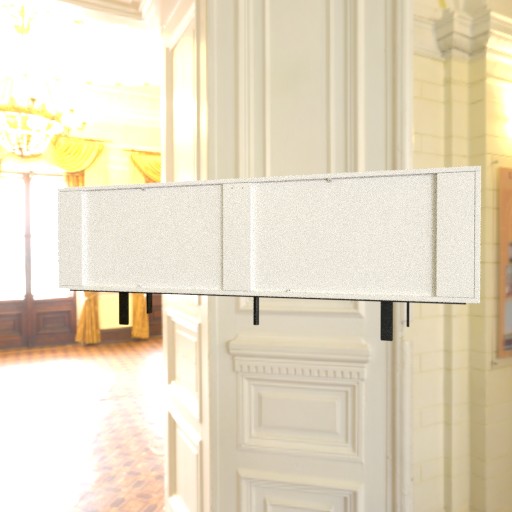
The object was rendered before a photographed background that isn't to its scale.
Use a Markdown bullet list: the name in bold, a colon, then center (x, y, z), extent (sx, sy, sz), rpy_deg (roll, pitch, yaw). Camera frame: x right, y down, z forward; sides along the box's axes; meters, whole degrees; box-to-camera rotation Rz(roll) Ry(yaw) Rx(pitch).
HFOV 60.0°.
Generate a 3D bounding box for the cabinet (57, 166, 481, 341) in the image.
- **cabinet**: center (0.000, 0.000, 1.714), extent (1.499, 0.533, 0.431), rpy_deg (0, 1, 18)
